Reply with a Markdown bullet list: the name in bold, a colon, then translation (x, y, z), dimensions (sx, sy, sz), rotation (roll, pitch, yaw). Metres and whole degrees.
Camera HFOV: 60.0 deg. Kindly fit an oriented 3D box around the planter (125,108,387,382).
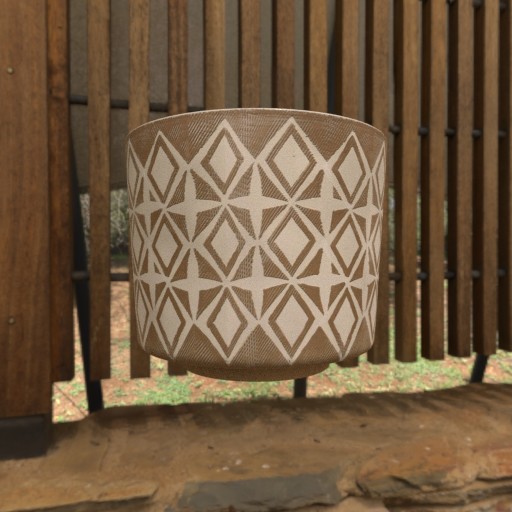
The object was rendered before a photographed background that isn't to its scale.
- **planter**: translation (0.000, 0.000, 0.458), dimensions (0.260, 0.220, 0.260), rotation (0, 0, 0)
